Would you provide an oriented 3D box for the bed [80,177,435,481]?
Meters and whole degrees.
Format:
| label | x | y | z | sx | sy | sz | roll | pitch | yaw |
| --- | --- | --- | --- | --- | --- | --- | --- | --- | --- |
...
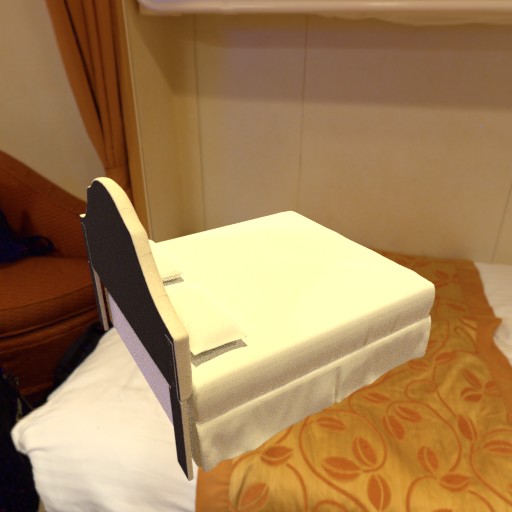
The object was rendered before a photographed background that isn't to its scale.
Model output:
| label | x | y | z | sx | sy | sz | roll | pitch | yaw |
| --- | --- | --- | --- | --- | --- | --- | --- | --- | --- |
| bed | 0.000 | 0.000 | 3.572 | 2.214 | 1.615 | 2.008 | -16 | 31 | -29 |
